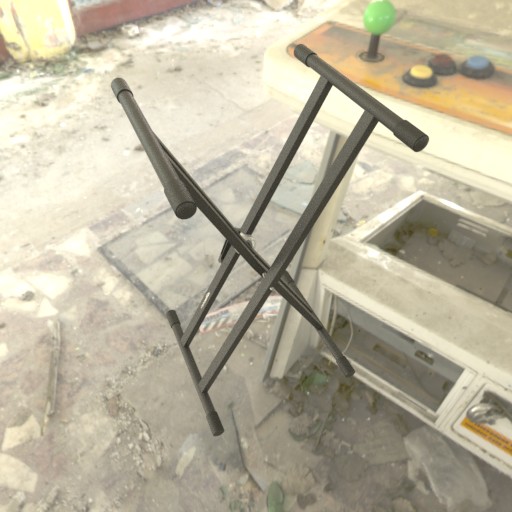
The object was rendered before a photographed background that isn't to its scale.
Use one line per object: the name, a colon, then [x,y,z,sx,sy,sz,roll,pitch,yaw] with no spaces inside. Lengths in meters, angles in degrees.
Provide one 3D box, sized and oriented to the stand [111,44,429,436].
stand: [0.000,0.000,1.232,0.503,0.900,0.495,-18,49,-17]
